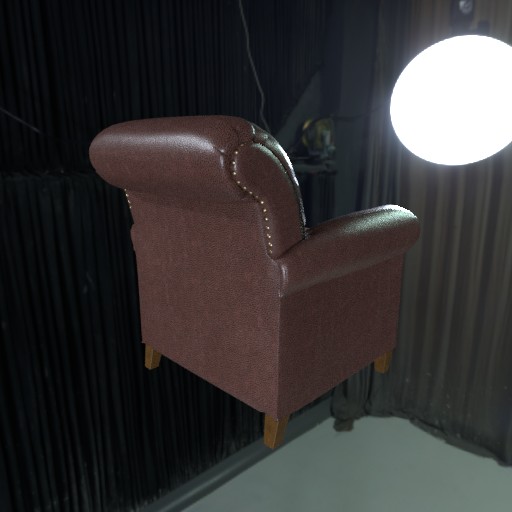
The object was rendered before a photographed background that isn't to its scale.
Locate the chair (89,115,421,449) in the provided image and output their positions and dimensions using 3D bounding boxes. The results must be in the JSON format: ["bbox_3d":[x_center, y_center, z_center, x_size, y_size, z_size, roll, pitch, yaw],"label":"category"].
[{"bbox_3d":[0.000,0.000,1.582,0.890,0.927,0.854,-14,20,-43],"label":"chair"}]
